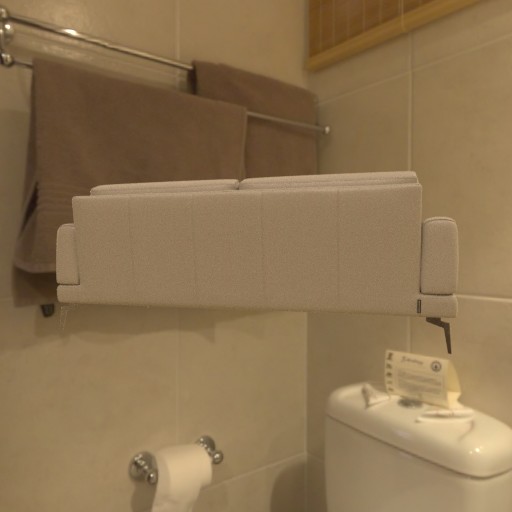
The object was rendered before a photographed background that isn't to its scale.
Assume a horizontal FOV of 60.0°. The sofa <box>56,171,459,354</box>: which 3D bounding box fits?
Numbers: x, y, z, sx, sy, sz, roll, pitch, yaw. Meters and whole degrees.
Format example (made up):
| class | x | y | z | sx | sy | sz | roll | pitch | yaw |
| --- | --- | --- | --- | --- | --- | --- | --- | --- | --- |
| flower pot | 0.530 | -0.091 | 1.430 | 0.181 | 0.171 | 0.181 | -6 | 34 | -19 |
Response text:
| class | x | y | z | sx | sy | sz | roll | pitch | yaw |
| --- | --- | --- | --- | --- | --- | --- | --- | --- | --- |
| sofa | 0.000 | 0.000 | 2.427 | 1.940 | 0.765 | 0.974 | 0 | 1 | 16 |
